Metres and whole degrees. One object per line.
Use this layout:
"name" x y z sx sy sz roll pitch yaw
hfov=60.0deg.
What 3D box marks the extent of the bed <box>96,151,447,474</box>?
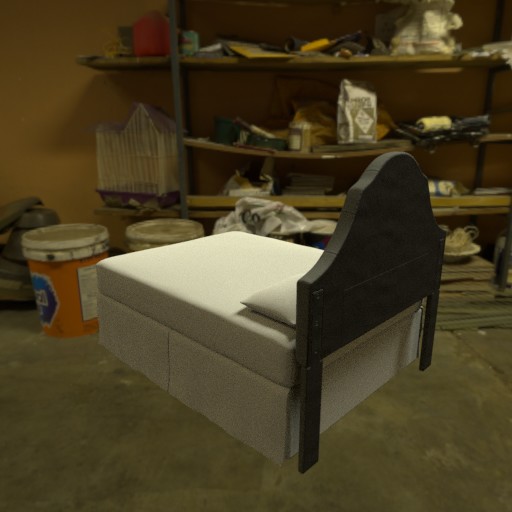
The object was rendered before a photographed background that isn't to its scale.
"bed" 0.000 0.000 3.283 2.155 1.575 1.636 15 22 42
